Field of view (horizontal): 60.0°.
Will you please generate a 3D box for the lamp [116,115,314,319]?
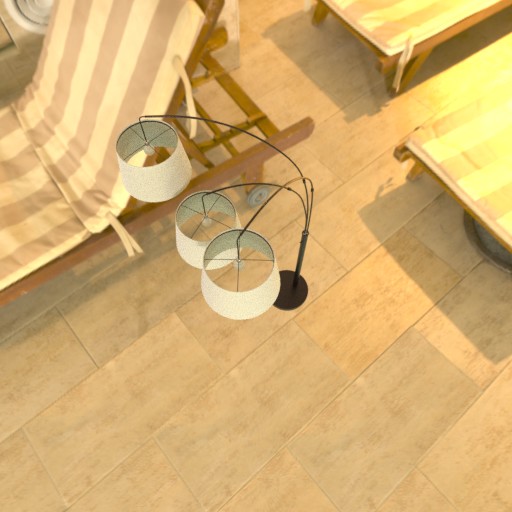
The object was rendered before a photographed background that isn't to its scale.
[{"bbox_3d":[0.000,0.000,2.486,0.924,1.950,0.951,-32,68,-15],"label":"lamp"}]
